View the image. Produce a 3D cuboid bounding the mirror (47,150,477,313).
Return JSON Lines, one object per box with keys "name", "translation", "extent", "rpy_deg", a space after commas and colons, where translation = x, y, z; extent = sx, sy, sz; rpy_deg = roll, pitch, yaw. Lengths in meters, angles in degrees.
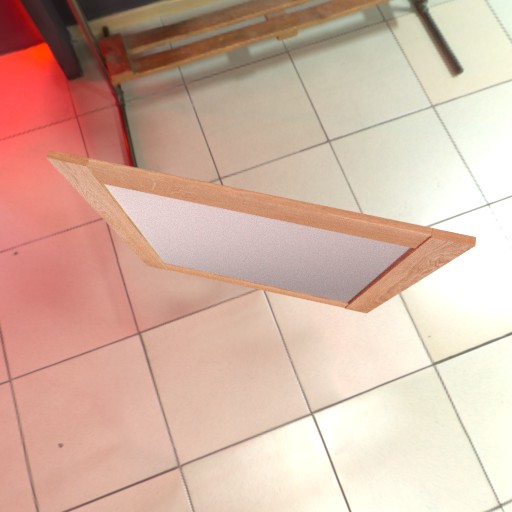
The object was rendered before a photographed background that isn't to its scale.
{"name": "mirror", "translation": [0.000, 0.000, 1.194], "extent": [0.800, 0.800, 0.020], "rpy_deg": [12, 74, 3]}
